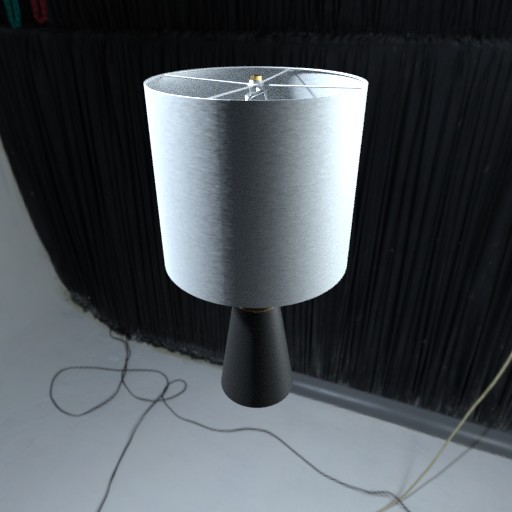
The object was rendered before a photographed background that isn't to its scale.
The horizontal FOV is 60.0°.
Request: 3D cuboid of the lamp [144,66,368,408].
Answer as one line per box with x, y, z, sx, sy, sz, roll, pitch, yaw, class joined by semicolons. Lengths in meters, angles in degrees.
0.000;0.000;0.762;0.308;0.580;0.308;12;32;20;lamp
